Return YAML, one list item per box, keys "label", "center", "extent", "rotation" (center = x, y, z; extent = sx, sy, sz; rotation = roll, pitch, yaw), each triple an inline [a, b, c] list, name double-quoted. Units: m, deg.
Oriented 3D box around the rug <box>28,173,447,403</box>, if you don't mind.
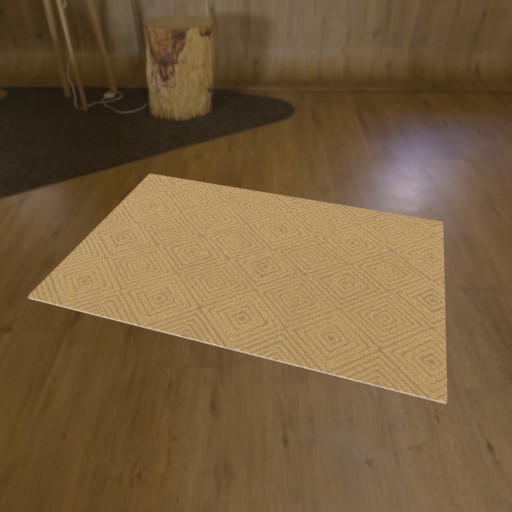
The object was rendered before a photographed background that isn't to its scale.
- label: "rug"
  center: [0.000, 0.000, 2.169]
  extent: [1.753, 0.008, 1.143]
  rotation: [11, 41, 13]
